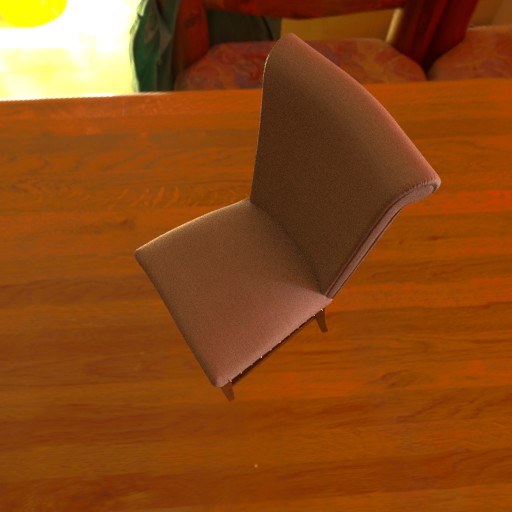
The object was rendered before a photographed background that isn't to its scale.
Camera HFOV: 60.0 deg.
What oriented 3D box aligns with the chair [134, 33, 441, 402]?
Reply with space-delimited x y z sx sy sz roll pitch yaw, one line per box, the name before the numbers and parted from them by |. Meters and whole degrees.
chair | 0.000 0.000 1.328 0.608 0.988 0.513 -31 69 -14
